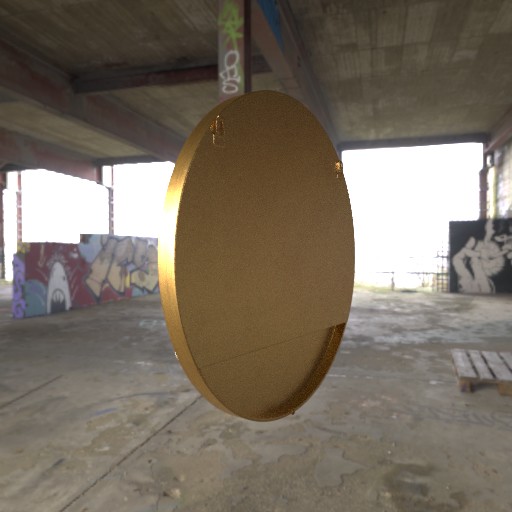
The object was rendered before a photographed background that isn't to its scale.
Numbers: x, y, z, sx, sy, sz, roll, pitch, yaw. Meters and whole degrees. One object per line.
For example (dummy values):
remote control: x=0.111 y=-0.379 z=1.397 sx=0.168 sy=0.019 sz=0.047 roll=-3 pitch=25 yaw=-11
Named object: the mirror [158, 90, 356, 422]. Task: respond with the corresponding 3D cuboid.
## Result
mirror: x=0.000 y=0.000 z=0.674 sx=0.133 sy=0.457 sz=0.457 roll=1 pitch=1 yaw=36
